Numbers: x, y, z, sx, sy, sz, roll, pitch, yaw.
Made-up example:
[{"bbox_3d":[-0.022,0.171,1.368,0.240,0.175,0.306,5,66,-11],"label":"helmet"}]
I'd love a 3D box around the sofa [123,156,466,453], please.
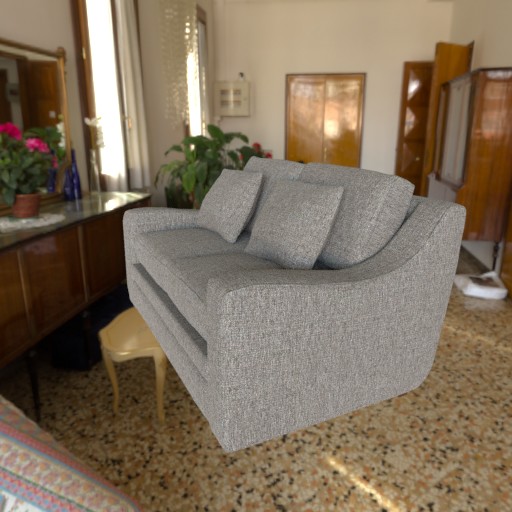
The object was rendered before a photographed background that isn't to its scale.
[{"bbox_3d":[0.000,0.000,2.421,1.120,0.991,1.778,-8,18,-25],"label":"sofa"}]
